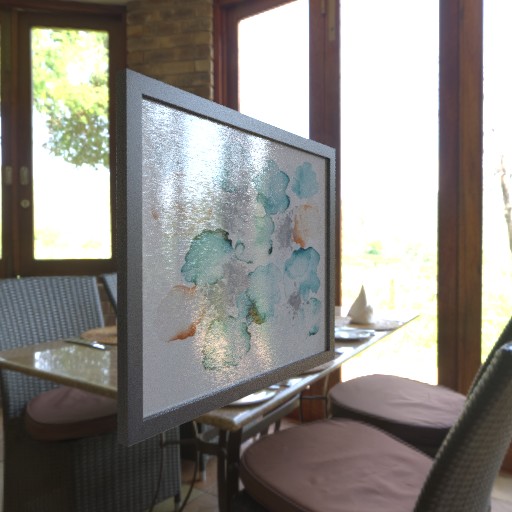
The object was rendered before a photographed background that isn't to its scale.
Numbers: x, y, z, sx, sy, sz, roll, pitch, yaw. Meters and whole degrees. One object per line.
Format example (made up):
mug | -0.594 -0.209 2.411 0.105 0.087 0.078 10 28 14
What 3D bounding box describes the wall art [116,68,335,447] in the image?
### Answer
wall art | 0.000 0.000 0.922 0.026 0.558 0.660 1 1 37
